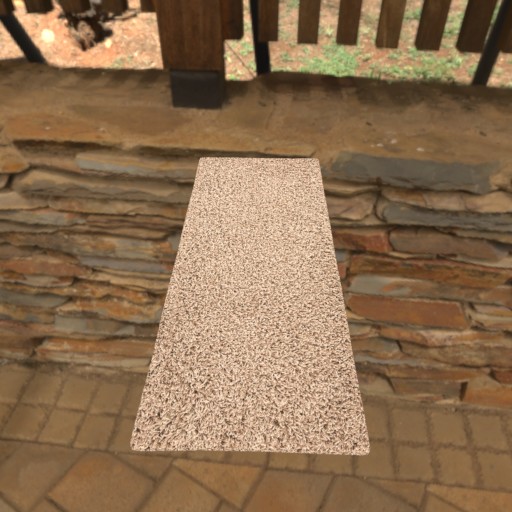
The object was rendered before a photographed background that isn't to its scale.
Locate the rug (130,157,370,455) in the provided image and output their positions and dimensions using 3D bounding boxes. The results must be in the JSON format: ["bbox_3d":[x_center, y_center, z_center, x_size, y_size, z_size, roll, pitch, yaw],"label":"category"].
[{"bbox_3d":[0.000,0.000,1.696,0.609,0.030,1.524,1,40,1],"label":"rug"}]
